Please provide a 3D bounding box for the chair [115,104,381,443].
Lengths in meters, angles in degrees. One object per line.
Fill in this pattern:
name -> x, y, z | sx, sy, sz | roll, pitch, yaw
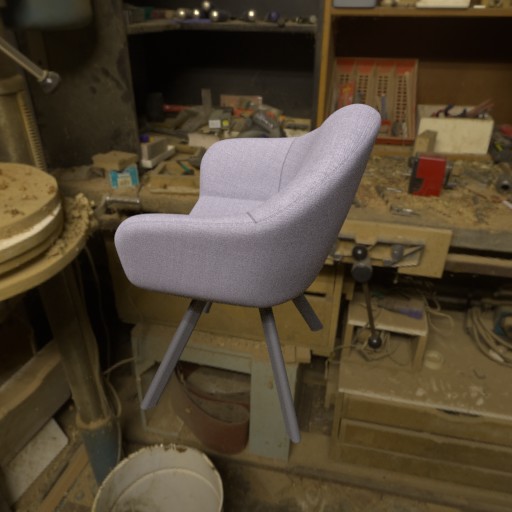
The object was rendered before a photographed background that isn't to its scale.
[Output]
chair -> 0.000, 0.000, 1.189 | 0.550, 0.795, 0.590 | 7, 31, 12
